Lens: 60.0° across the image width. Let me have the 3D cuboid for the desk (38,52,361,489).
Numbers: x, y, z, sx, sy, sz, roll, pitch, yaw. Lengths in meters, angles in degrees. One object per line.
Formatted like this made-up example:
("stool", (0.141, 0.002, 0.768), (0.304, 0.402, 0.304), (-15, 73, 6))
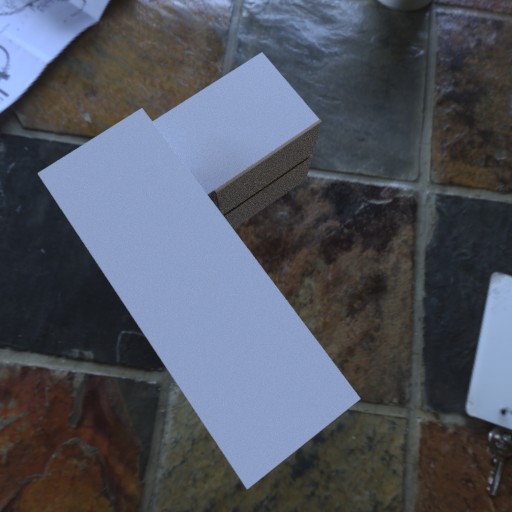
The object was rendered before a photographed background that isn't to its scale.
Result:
("desk", (0.000, 0.000, 2.048), (1.098, 0.755, 1.404), (-35, 79, -8))
